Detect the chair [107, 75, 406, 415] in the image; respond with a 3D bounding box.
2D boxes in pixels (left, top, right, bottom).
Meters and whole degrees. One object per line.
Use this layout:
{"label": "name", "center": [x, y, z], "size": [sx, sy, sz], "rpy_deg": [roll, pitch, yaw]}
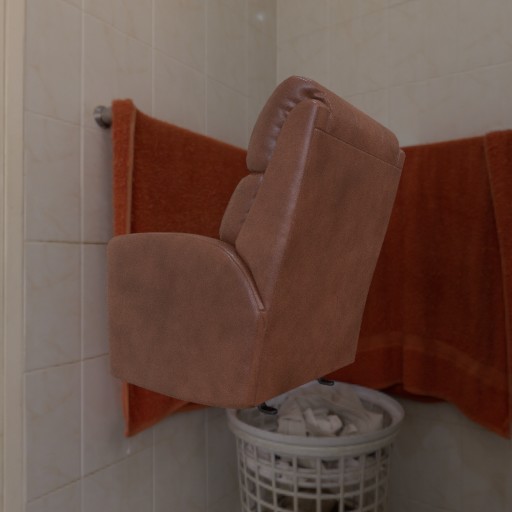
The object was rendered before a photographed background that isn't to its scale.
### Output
{"label": "chair", "center": [0.000, 0.000, 1.718], "size": [0.939, 1.016, 0.787], "rpy_deg": [0, 0, 37]}
